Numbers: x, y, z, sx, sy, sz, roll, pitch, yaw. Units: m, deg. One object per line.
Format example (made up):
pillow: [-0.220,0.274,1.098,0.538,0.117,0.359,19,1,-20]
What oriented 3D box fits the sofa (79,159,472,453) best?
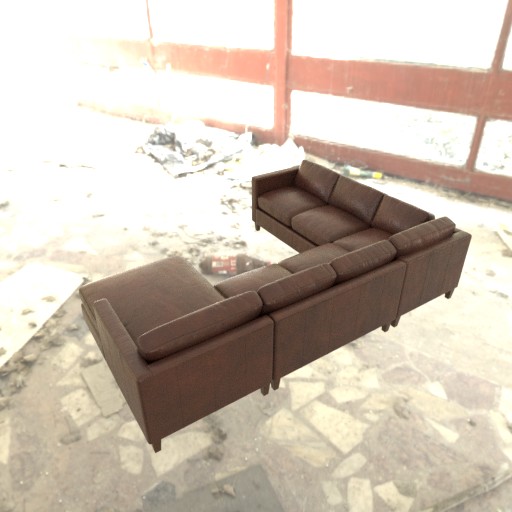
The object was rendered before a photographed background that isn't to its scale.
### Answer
sofa: [0.000,0.000,4.441,3.324,0.891,2.452,-19,36,-28]
